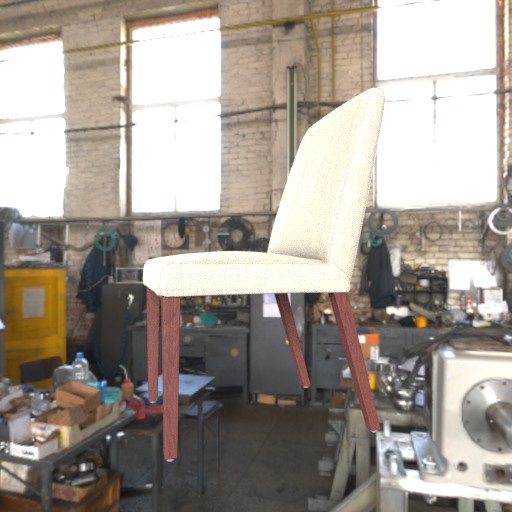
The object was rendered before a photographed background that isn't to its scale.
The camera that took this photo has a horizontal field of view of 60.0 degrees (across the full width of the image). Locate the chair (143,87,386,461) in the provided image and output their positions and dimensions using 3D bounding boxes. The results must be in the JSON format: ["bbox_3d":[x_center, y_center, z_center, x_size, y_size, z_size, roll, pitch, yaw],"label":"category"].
[{"bbox_3d":[0.000,0.000,1.257,0.594,0.900,0.480,0,0,-18],"label":"chair"}]
